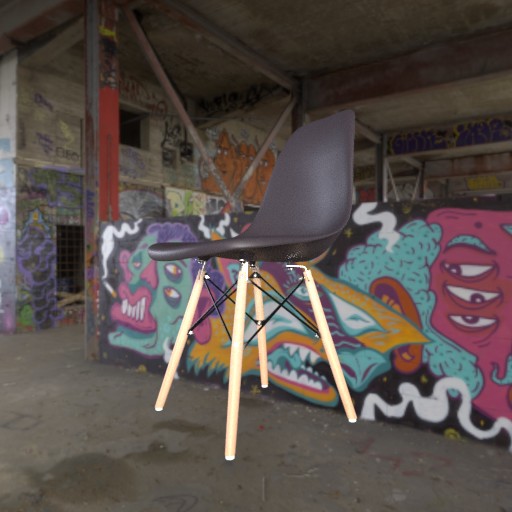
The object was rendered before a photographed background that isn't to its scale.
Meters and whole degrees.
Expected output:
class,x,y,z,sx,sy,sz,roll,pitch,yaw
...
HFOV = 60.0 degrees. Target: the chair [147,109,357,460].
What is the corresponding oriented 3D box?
class,x,y,z,sx,sy,sz,roll,pitch,yaw
chair,0.000,0.000,1.162,0.533,0.825,0.470,0,0,-36
